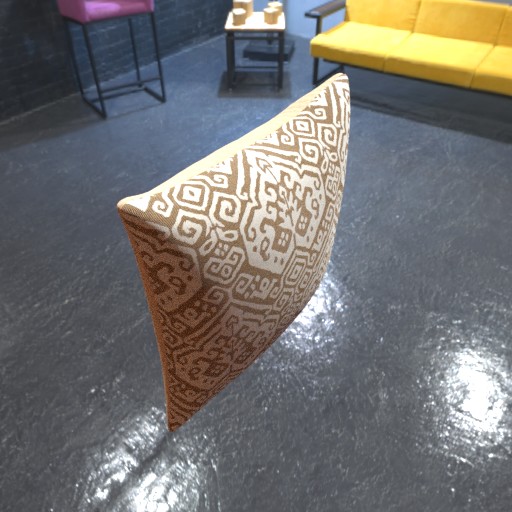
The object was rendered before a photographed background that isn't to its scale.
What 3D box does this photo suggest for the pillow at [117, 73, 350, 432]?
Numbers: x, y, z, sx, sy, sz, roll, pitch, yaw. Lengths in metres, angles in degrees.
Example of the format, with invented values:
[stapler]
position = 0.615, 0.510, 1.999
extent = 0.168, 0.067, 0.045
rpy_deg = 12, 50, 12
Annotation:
[pillow]
position = 0.000, 0.000, 0.645
extent = 0.173, 0.407, 0.419
rpy_deg = 27, 48, 27
